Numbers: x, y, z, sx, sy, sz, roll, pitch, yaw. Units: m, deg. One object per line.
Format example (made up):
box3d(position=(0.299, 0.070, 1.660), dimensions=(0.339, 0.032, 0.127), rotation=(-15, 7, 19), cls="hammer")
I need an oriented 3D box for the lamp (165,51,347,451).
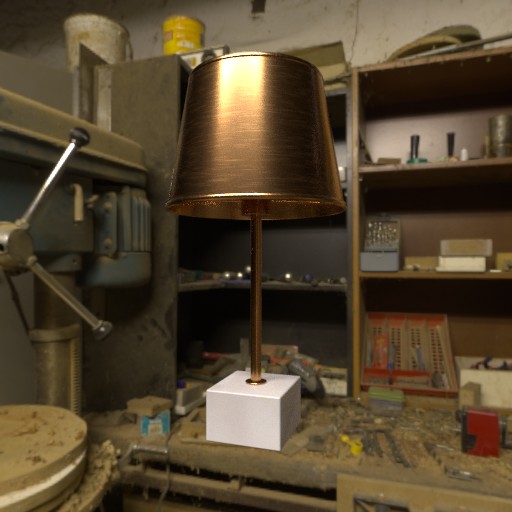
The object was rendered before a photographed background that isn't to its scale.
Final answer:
box3d(position=(0.000, 0.000, 0.517), dimensions=(0.208, 0.406, 0.208), rotation=(0, -1, 0), cls="lamp")
